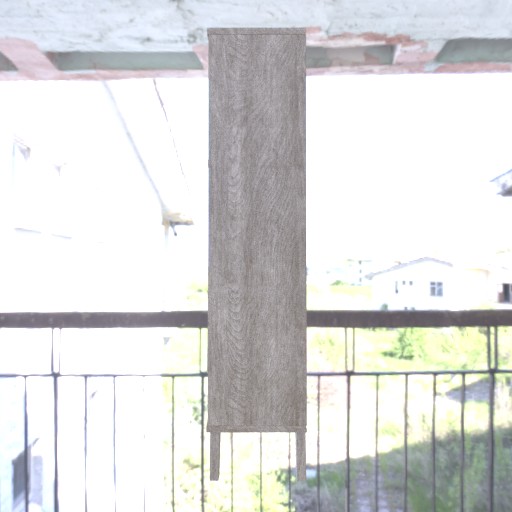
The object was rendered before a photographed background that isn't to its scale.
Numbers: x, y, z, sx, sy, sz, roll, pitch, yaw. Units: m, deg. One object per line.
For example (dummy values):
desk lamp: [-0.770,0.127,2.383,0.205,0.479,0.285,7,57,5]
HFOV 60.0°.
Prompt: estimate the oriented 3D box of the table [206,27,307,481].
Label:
table: [0.000,0.000,1.559,0.256,1.135,0.902,0,-1,0]
